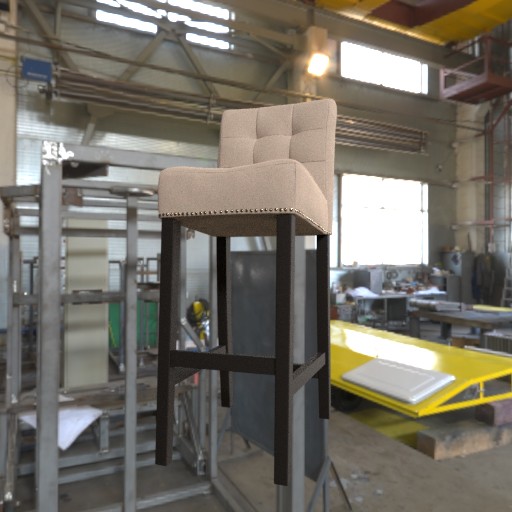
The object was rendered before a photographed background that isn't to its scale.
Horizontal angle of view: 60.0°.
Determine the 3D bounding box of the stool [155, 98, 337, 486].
[{"bbox_3d":[0.000,0.000,1.314,0.411,1.047,0.548,0,0,19],"label":"stool"}]
